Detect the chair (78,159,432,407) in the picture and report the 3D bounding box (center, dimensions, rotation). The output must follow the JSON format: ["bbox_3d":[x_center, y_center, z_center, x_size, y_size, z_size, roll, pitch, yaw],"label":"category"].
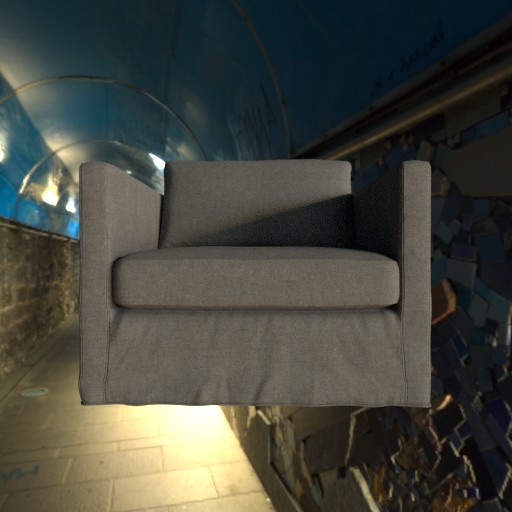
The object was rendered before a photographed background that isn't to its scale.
[{"bbox_3d":[0.000,0.000,1.731,1.057,0.863,0.949,0,0,1],"label":"chair"}]
